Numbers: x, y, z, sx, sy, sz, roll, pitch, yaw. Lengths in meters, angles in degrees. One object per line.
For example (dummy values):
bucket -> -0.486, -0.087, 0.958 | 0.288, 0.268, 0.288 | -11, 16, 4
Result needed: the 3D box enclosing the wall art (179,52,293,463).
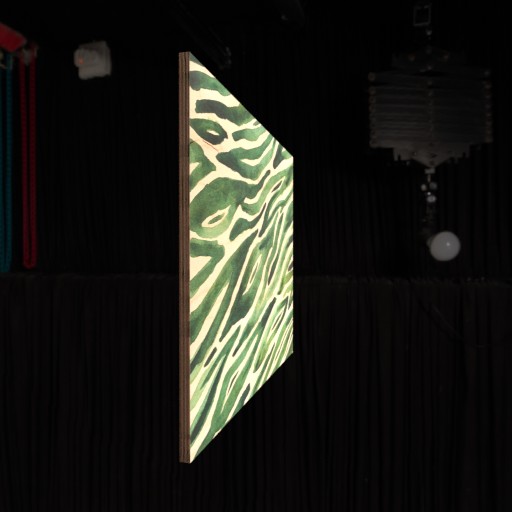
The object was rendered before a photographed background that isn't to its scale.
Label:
wall art -> 0.000, 0.000, 0.685 | 0.012, 0.408, 0.508 | 0, 1, 16
